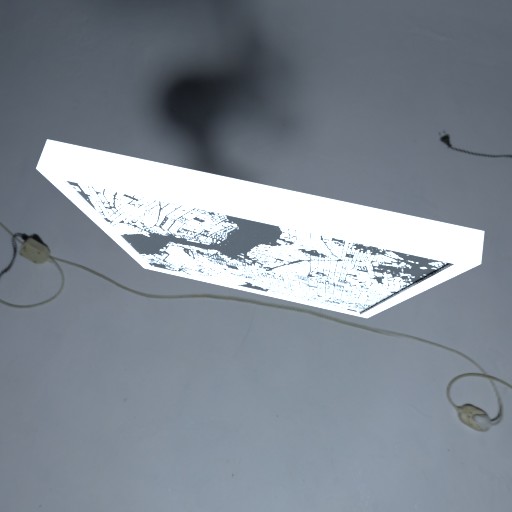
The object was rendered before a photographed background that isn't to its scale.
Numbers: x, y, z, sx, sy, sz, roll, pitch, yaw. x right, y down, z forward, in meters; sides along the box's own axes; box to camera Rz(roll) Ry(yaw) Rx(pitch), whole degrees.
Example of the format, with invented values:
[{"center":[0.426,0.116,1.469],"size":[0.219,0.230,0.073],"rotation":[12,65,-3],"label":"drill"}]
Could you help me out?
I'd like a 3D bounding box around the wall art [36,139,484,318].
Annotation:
[{"center":[0.000,0.000,0.741],"size":[0.506,0.506,0.038],"rotation":[12,76,3],"label":"wall art"}]
